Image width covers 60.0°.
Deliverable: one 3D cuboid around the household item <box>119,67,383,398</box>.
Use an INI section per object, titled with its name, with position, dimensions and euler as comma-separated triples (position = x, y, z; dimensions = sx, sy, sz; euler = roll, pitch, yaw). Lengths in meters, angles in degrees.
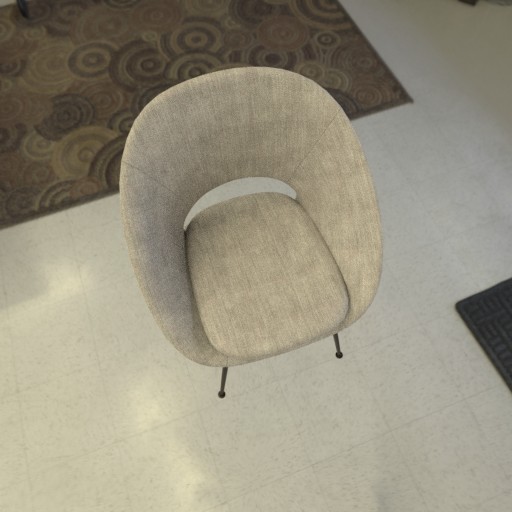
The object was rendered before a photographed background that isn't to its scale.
[household item]
position = 0.000, 0.000, 1.292
dimensions = 0.643, 0.869, 0.587
euler = -16, 64, -8
